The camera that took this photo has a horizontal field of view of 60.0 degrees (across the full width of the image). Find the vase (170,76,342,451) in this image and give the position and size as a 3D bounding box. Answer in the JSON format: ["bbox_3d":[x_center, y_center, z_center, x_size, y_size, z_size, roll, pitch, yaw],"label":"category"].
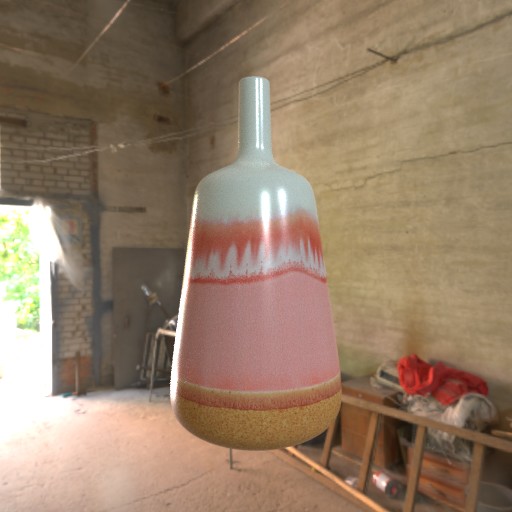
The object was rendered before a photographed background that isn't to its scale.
[{"bbox_3d":[0.000,0.000,0.379,0.144,0.296,0.144,0,1,0],"label":"vase"}]
